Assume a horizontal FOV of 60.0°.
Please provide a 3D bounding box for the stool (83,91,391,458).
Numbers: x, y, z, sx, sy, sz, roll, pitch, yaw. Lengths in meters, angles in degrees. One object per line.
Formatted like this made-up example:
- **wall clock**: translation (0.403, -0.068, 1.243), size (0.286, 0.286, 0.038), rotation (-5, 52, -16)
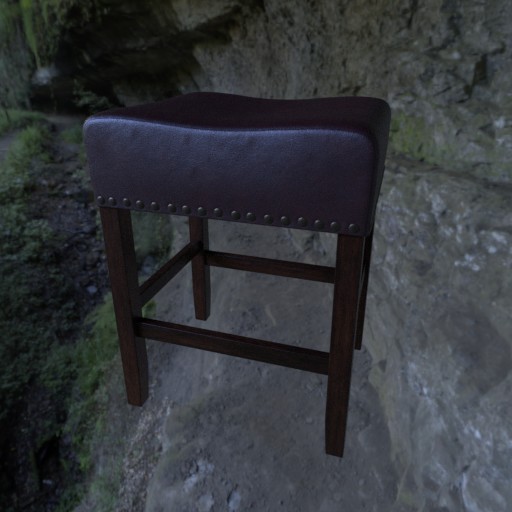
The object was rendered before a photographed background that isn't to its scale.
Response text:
- **stool**: translation (0.000, 0.000, 0.924), size (0.465, 0.608, 0.397), rotation (8, 26, 16)
